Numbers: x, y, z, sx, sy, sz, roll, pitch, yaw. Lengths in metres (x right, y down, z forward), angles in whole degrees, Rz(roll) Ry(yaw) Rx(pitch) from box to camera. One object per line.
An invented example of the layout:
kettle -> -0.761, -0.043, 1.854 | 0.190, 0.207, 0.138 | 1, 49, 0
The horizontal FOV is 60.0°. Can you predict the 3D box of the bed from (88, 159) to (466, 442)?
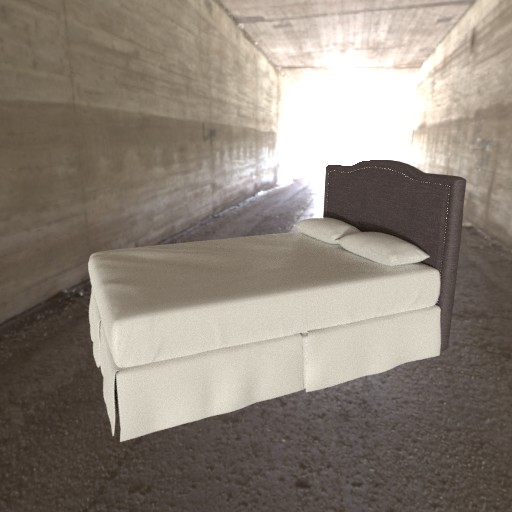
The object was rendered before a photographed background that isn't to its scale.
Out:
bed -> 0.000, 0.000, 3.485 | 2.507, 1.441, 1.741 | -7, 17, -23
